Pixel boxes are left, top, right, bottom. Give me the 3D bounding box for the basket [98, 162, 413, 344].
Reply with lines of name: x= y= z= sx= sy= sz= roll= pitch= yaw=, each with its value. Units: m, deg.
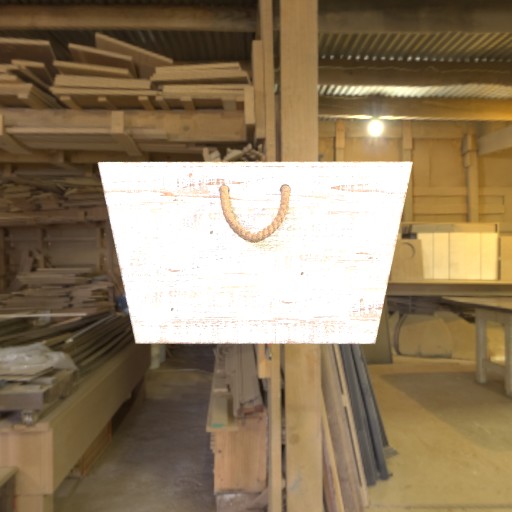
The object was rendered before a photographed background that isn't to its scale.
basket: x=0.000 y=0.000 z=0.786 sx=0.413 sy=0.247 sz=0.545 roll=0 pitch=0 yaw=0
